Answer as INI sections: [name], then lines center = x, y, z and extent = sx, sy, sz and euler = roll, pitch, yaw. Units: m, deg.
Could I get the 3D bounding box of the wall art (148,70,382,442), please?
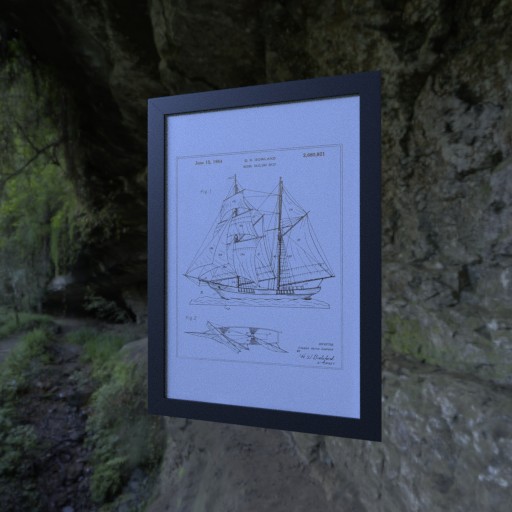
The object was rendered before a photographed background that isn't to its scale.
[wall art]
center = 0.000, 0.000, 0.699
extent = 0.381, 0.534, 0.013
euler = 0, 0, 18
